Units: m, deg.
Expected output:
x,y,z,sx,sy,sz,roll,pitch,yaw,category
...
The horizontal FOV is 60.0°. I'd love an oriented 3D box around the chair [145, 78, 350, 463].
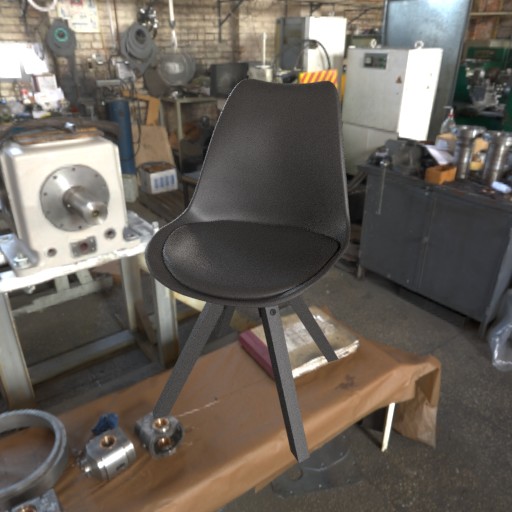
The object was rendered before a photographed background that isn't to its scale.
x,y,z,sx,sy,sz,roll,pitch,yaw,category
0.000,0.000,1.194,0.485,0.850,0.550,9,27,18,chair
